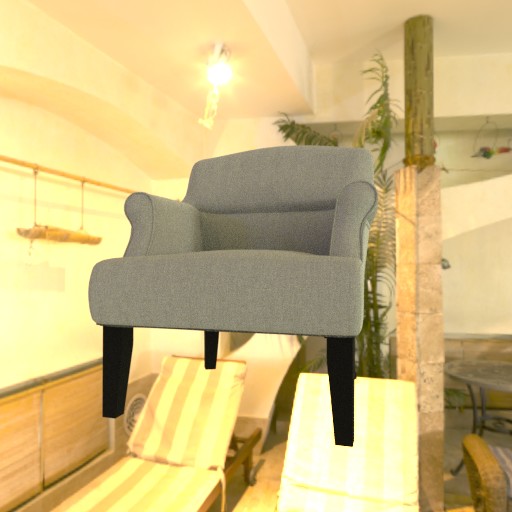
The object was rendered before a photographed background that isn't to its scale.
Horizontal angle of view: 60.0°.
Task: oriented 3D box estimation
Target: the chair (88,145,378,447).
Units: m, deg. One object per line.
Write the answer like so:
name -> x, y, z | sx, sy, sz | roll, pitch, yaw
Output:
chair -> 0.000, 0.000, 1.431 | 0.772, 0.880, 0.755 | 0, -1, 17
